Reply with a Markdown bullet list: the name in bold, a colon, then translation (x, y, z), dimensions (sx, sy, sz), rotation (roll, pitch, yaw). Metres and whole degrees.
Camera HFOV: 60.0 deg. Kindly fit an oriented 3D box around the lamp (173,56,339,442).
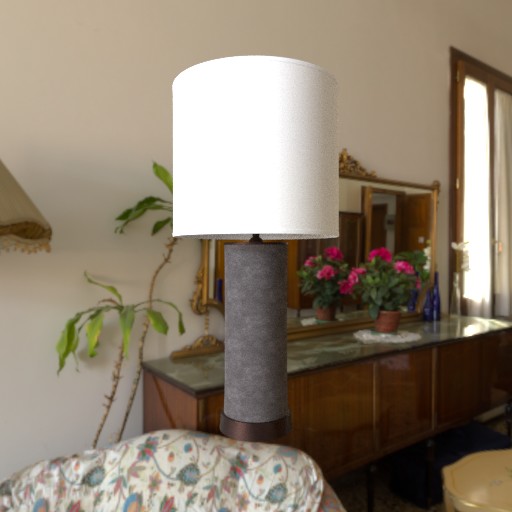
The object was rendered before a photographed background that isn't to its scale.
- **lamp**: translation (0.000, 0.000, 0.816), dimensions (0.301, 0.630, 0.301), rotation (0, 0, 18)
